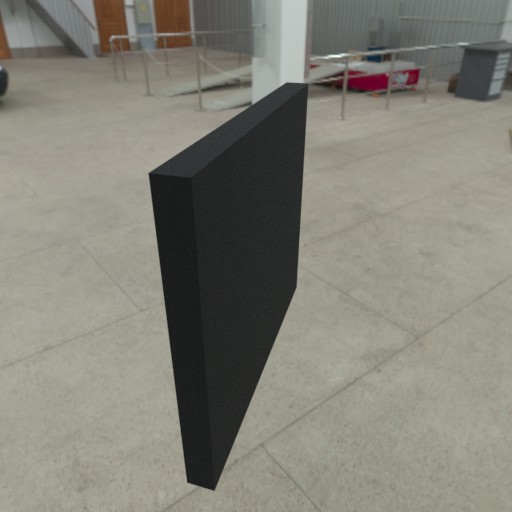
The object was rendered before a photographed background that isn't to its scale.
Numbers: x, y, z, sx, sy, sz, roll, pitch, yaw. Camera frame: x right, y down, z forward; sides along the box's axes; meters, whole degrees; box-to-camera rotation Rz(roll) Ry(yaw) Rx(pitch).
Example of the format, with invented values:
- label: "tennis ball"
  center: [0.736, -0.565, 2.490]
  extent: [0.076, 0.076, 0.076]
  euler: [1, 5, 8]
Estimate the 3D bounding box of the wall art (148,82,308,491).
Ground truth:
- label: "wall art"
  center: [0.000, 0.000, 0.524]
  extent: [0.031, 0.330, 0.381]
  euler: [9, 31, 15]
